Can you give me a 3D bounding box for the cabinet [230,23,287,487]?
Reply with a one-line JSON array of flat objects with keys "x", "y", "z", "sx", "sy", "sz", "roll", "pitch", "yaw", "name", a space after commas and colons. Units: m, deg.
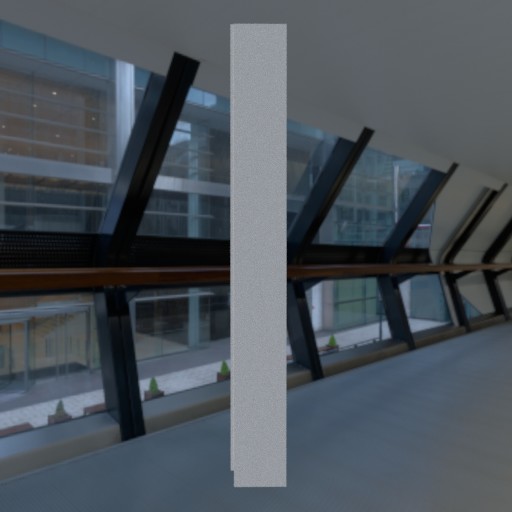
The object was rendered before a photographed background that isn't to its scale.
[{"x": 0.000, "y": 0.000, "z": 1.964, "sx": 0.230, "sy": 1.790, "sz": 0.500, "roll": 0, "pitch": 1, "yaw": -1, "name": "cabinet"}]
